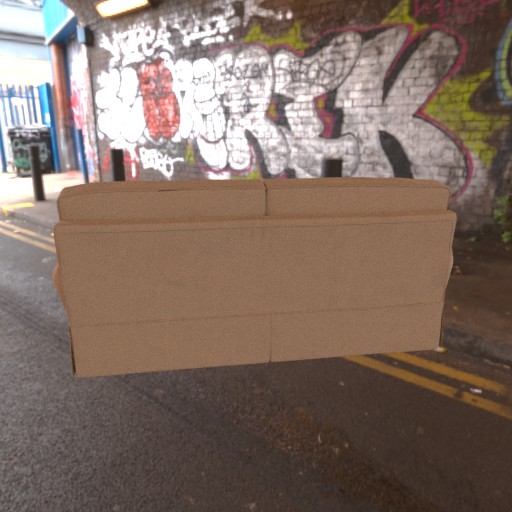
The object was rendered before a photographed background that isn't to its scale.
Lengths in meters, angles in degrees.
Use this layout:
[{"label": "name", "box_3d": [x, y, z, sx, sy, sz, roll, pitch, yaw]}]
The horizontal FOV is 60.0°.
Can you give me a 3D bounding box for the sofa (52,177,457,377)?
[{"label": "sofa", "box_3d": [0.000, 0.000, 2.775, 2.246, 1.014, 0.900, -2, 16, -9]}]
